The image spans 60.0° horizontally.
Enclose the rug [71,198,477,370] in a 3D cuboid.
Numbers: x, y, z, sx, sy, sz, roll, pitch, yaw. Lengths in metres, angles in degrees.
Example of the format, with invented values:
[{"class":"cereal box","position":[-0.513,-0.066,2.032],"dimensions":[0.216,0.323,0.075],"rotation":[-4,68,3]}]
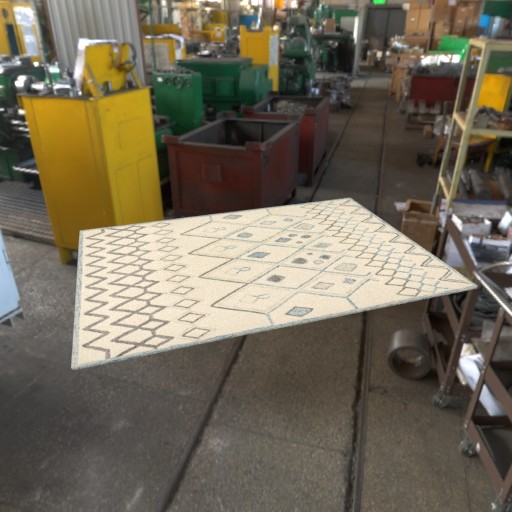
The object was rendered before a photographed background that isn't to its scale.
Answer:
[{"class":"rug","position":[0.000,0.000,2.387],"dimensions":[1.820,0.009,1.260],"rotation":[-9,29,-16]}]
